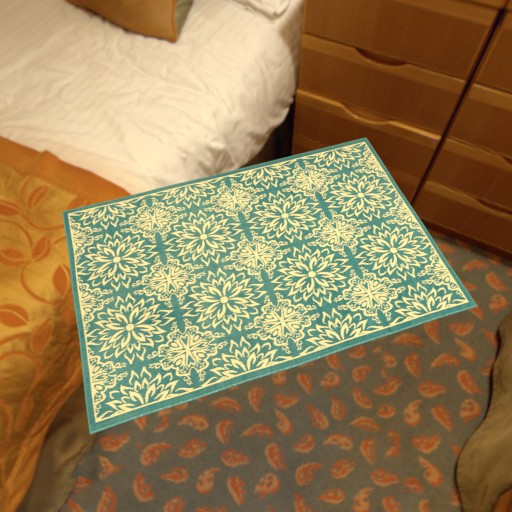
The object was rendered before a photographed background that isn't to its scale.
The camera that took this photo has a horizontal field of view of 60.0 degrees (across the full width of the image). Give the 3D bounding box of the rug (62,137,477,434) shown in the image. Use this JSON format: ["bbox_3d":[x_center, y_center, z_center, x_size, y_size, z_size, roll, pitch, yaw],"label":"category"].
[{"bbox_3d":[0.000,0.000,3.431,2.769,0.018,1.830,-16,59,-10],"label":"rug"}]
